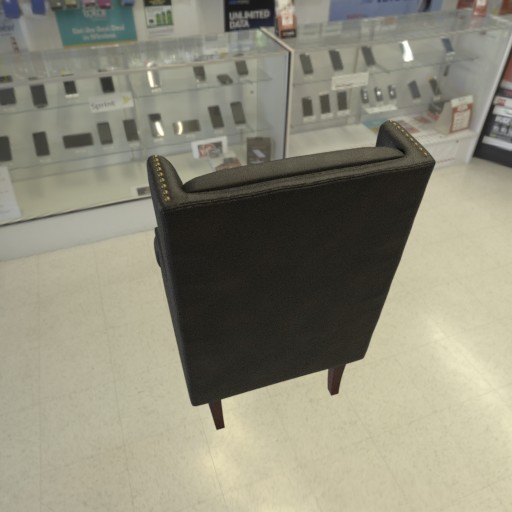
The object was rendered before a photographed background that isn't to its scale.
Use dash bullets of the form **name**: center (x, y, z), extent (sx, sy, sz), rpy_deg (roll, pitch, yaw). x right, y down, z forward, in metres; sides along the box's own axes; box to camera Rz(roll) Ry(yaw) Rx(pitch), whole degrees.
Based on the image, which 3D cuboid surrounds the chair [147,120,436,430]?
- **chair**: center (0.000, 0.000, 1.646), extent (0.703, 1.142, 0.799), rpy_deg (-12, 42, -13)
